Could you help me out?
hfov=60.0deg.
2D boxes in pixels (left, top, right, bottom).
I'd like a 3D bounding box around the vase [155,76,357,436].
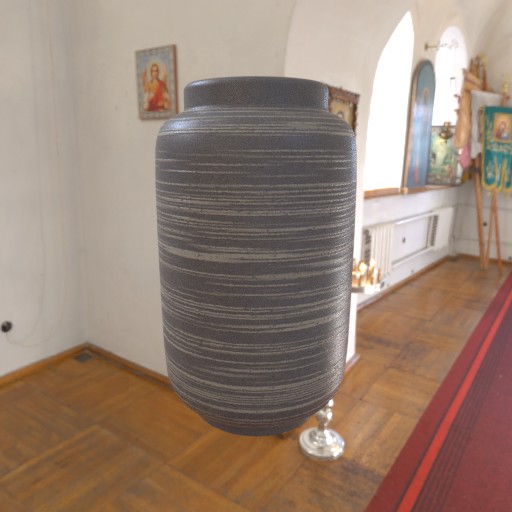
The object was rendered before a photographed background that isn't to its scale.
[{"bbox_3d":[0.000,0.000,0.692,0.297,0.499,0.297,0,14,0],"label":"vase"}]
